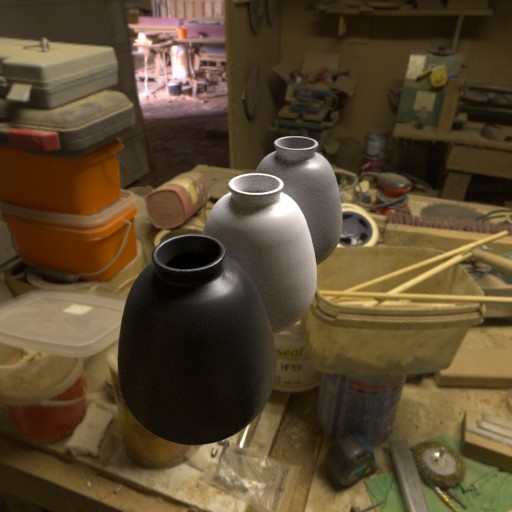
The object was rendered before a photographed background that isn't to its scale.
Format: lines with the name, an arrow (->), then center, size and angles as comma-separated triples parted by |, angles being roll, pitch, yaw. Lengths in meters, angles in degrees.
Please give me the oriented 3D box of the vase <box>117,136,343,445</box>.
vase -> 0.000, 0.000, 0.347 | 0.097, 0.122, 0.297 | 11, 34, 18
